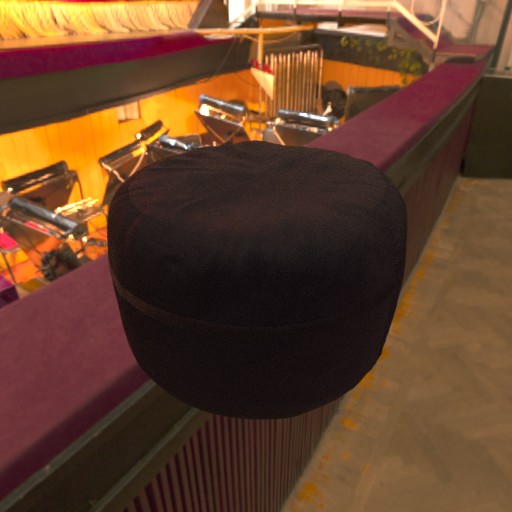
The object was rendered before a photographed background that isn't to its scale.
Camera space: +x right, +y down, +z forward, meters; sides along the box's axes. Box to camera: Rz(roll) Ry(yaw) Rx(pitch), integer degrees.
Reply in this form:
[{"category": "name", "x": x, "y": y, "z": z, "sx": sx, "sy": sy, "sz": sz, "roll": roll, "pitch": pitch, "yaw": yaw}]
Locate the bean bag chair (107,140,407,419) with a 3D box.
[{"category": "bean bag chair", "x": 0.000, "y": 0.000, "z": 1.923, "sx": 1.219, "sy": 0.762, "sz": 1.219, "roll": 0, "pitch": 31, "yaw": 0}]
